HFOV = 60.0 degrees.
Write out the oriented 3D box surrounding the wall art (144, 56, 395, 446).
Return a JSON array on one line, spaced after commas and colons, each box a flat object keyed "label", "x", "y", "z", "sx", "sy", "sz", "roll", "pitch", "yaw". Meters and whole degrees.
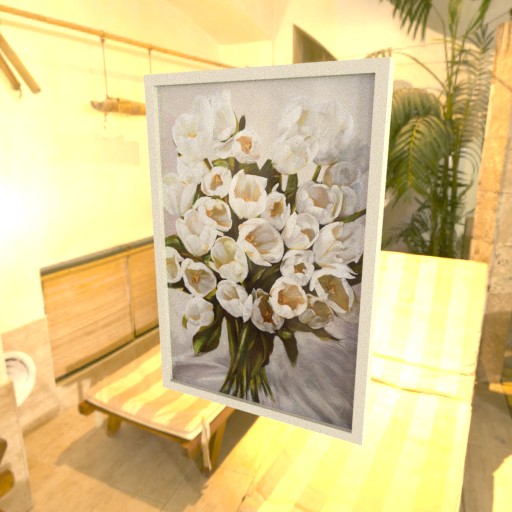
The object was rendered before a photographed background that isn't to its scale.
[{"label": "wall art", "x": 0.000, "y": 0.000, "z": 0.544, "sx": 0.293, "sy": 0.428, "sz": 0.025, "roll": 7, "pitch": 17, "yaw": 25}]
